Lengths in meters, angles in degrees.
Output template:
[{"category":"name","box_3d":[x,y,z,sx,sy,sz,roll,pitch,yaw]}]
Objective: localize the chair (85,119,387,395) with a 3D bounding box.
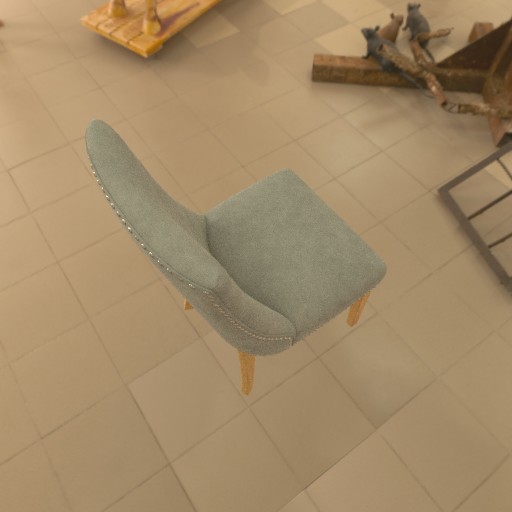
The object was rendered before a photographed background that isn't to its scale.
[{"category":"chair","box_3d":[0.000,0.000,1.246,0.610,0.902,0.495,-31,63,-18]}]
